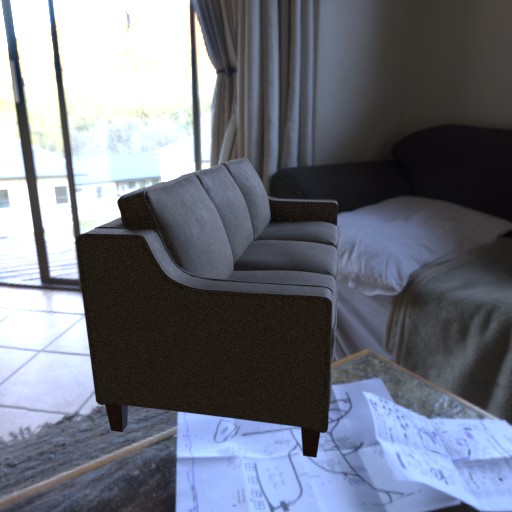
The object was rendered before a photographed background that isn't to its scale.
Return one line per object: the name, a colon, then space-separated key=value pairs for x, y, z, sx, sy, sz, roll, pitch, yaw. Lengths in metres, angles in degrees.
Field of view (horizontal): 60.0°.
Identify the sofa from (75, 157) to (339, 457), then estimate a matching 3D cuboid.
sofa: x=0.000 y=0.000 z=2.482 sx=0.911 sy=0.974 sz=1.986 roll=3 pitch=17 yaw=10
